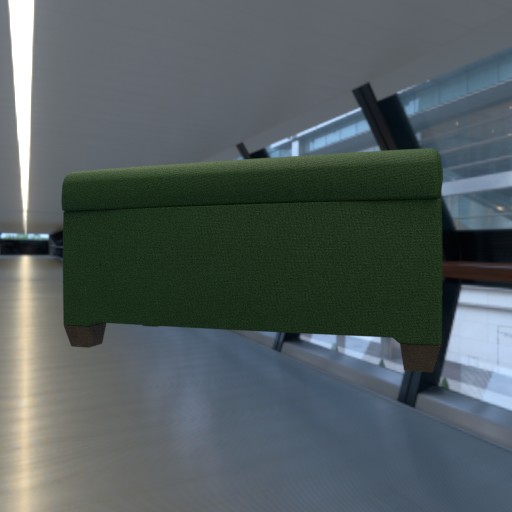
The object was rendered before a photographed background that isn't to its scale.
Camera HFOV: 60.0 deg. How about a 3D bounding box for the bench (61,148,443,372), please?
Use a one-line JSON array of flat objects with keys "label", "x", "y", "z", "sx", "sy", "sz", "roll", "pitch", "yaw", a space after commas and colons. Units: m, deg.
[{"label": "bench", "x": 0.000, "y": 0.000, "z": 1.299, "sx": 0.989, "sy": 0.501, "sz": 0.505, "roll": 0, "pitch": 0, "yaw": 17}]
